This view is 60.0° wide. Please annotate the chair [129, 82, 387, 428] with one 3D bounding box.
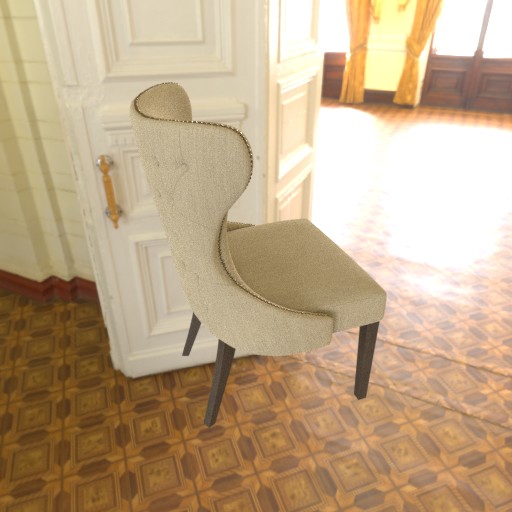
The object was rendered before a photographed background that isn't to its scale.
[{"bbox_3d":[0.000,0.000,1.380,0.635,0.967,0.628,-11,32,-17],"label":"chair"}]
